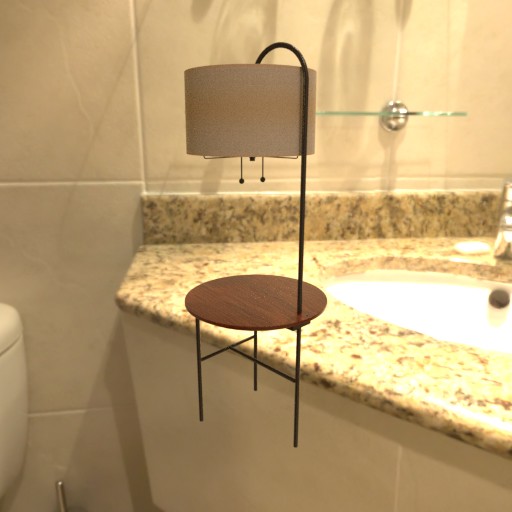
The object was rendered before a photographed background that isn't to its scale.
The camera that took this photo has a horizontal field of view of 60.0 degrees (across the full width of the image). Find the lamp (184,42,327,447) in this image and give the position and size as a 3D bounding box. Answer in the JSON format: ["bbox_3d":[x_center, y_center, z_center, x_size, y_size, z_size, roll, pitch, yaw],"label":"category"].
[{"bbox_3d":[0.000,0.000,1.751,0.573,1.517,0.573,0,16,0],"label":"lamp"}]
